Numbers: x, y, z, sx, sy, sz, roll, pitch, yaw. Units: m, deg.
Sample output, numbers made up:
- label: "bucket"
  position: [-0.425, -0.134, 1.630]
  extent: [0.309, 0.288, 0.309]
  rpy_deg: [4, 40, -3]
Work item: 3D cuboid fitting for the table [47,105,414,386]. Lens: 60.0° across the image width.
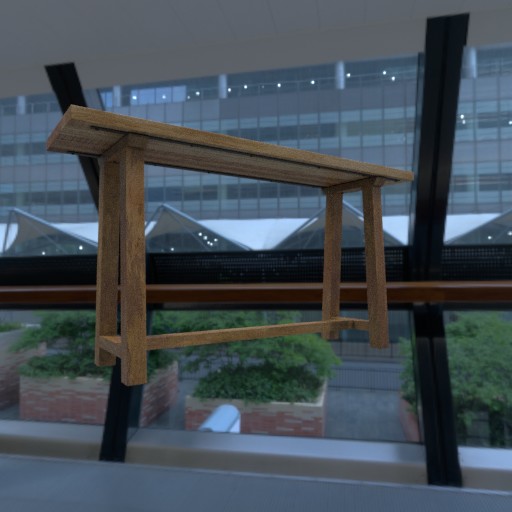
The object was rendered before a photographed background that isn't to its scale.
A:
- label: "table"
  position: [0.000, 0.000, 1.823]
  extent: [1.524, 0.810, 0.405]
  rpy_deg: [1, -2, -34]
